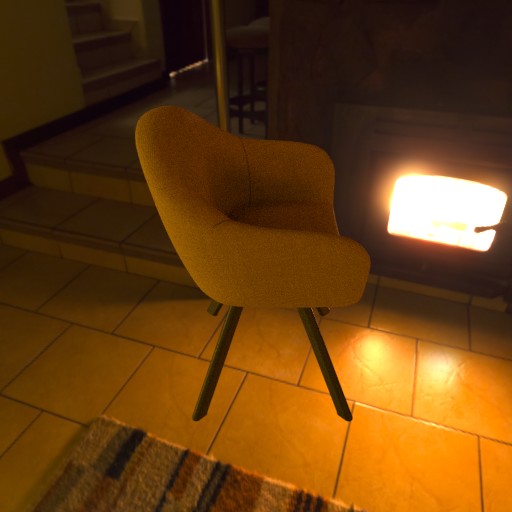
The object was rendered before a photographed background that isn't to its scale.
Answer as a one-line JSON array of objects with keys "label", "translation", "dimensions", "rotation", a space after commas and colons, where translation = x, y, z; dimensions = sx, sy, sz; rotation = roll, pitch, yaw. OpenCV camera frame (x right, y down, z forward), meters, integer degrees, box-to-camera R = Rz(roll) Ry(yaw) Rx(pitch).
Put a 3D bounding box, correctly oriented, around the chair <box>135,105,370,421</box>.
[{"label": "chair", "translation": [0.000, 0.000, 1.241], "dimensions": [0.550, 0.795, 0.590], "rotation": [0, 33, 0]}]
